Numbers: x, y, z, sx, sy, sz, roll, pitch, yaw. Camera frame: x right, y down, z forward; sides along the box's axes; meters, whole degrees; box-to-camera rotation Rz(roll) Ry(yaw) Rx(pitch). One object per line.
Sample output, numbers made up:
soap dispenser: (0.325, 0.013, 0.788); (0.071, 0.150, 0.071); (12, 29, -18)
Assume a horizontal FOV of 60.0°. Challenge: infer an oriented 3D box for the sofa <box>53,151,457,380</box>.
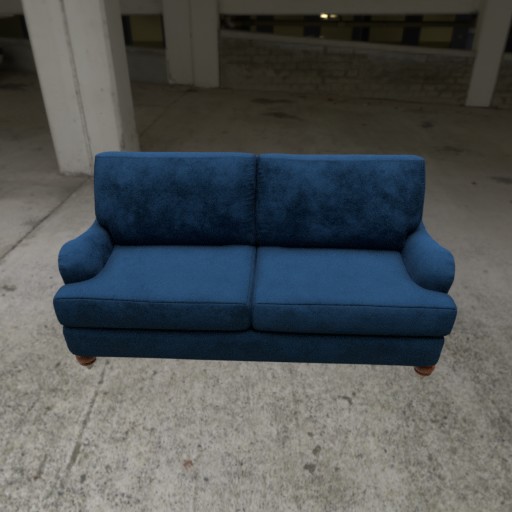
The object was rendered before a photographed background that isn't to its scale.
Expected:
sofa: (0.000, 0.000, 2.700); (2.141, 1.101, 1.084); (1, 30, 2)
